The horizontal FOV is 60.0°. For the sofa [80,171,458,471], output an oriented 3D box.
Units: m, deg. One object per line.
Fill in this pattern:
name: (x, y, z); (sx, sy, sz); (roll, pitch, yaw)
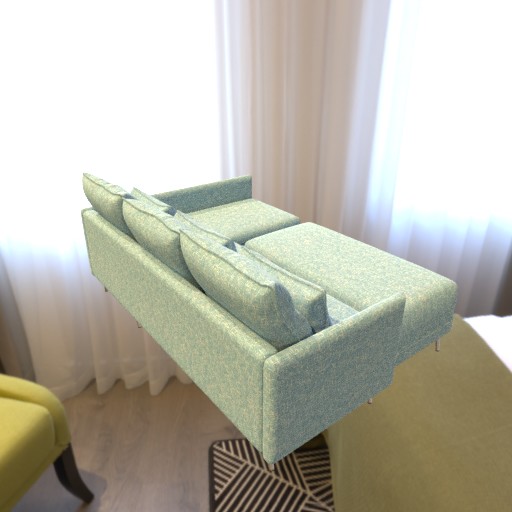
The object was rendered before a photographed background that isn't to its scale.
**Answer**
sofa: (0.000, 0.000, 2.693); (1.420, 0.899, 2.034); (-18, 31, -33)
